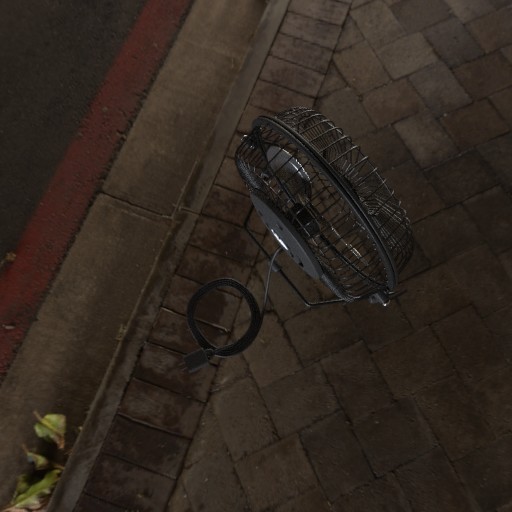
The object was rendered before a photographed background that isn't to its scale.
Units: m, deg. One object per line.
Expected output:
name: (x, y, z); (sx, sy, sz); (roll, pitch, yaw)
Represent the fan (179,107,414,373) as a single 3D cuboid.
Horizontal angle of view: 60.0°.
fan: (0.000, 0.000, 0.373); (0.227, 0.188, 0.209); (-37, 77, -10)
